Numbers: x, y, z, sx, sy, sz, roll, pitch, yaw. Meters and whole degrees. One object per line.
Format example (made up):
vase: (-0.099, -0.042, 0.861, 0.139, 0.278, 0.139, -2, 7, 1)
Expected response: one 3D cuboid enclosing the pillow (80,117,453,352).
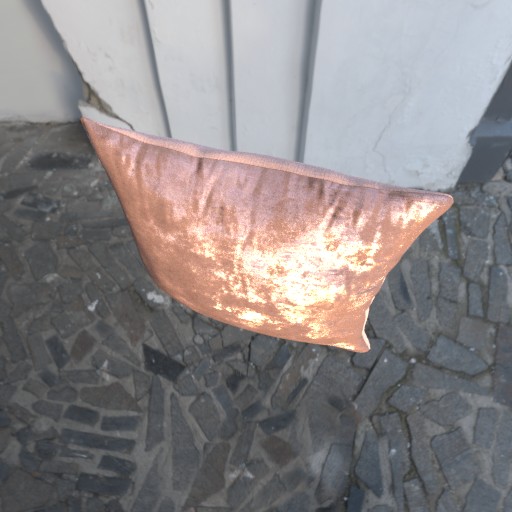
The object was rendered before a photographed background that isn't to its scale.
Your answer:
pillow: (0.000, 0.000, 0.725, 0.470, 0.464, 0.175, 15, 58, 9)
